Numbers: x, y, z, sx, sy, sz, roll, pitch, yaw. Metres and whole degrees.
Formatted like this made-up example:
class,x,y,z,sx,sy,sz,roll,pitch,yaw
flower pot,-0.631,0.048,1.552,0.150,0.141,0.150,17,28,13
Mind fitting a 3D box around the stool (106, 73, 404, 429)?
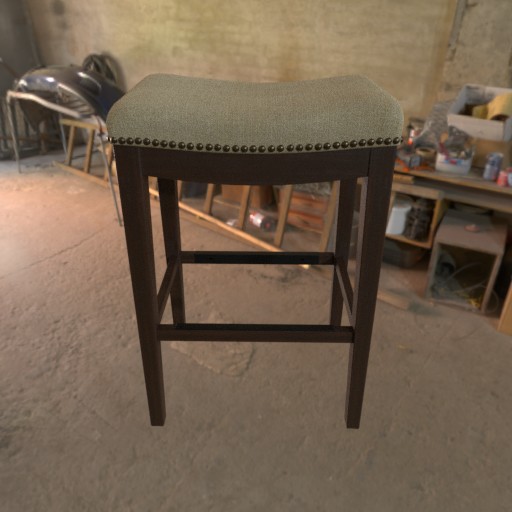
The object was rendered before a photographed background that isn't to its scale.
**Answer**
class,x,y,z,sx,sy,sz,roll,pitch,yaw
stool,0.000,0.000,1.039,0.509,0.768,0.363,0,31,1
